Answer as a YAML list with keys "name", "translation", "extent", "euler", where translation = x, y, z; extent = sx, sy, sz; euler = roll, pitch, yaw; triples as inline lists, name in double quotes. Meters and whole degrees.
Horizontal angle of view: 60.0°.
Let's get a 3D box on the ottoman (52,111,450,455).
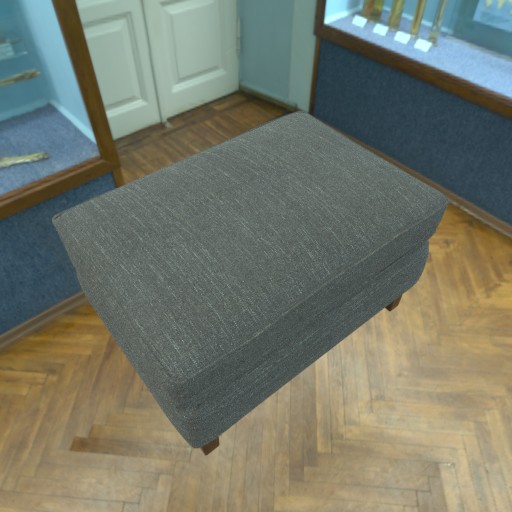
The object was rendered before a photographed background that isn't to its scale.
- name: "ottoman"
  translation: [0.000, 0.000, 0.995]
  extent: [0.686, 0.406, 0.508]
  euler: [-30, 54, -25]
